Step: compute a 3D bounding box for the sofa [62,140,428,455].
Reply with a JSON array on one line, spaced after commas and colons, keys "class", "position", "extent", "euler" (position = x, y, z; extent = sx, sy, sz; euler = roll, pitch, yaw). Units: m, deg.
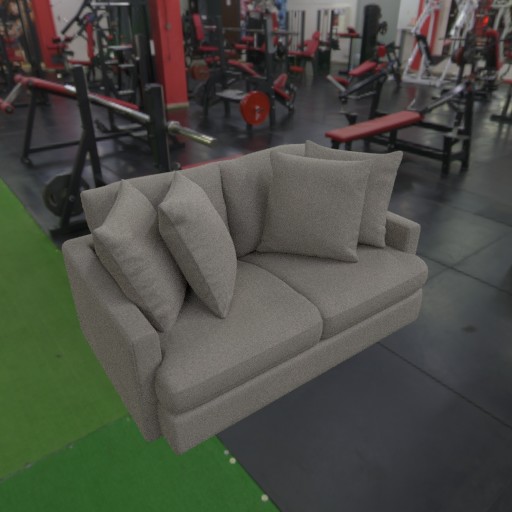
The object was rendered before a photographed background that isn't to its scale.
[{"class": "sofa", "position": [0.000, 0.000, 2.594], "extent": [1.869, 1.080, 1.228], "euler": [-19, 35, -31]}]
